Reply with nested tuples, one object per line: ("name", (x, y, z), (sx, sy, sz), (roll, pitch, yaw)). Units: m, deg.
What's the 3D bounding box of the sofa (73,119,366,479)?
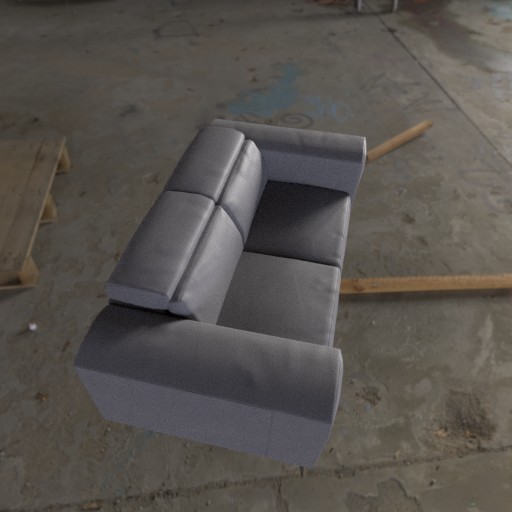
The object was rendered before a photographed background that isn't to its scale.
("sofa", (0.000, 0.000, 2.376), (1.003, 0.779, 1.895), (10, 47, 9))
